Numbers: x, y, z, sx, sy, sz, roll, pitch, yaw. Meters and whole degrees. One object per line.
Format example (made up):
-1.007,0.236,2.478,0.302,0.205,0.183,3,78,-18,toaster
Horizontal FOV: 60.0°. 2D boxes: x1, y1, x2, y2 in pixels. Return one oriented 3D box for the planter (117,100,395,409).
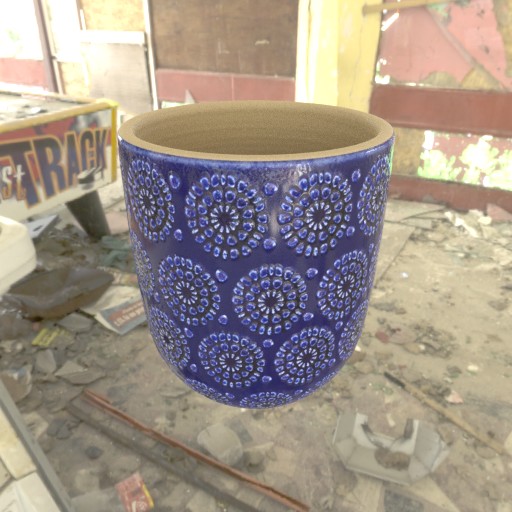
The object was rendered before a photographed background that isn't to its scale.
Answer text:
0.000,0.000,0.348,0.184,0.206,0.184,0,28,0,planter
